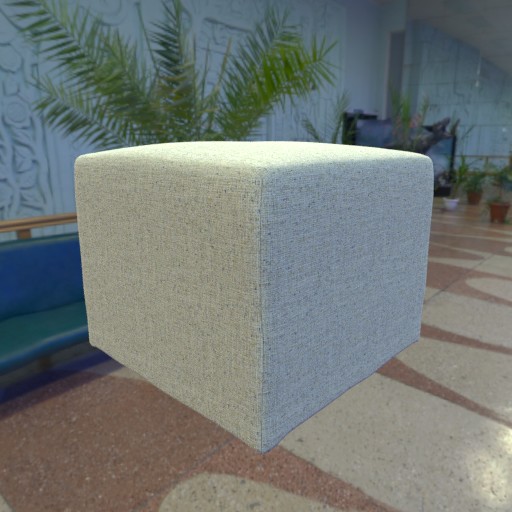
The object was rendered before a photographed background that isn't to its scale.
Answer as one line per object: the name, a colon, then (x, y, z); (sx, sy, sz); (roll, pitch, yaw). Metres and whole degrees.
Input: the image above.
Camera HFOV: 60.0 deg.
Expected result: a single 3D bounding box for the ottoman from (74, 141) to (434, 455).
ottoman: (0.000, 0.000, 0.905); (0.512, 0.453, 0.521); (13, 20, 42)
